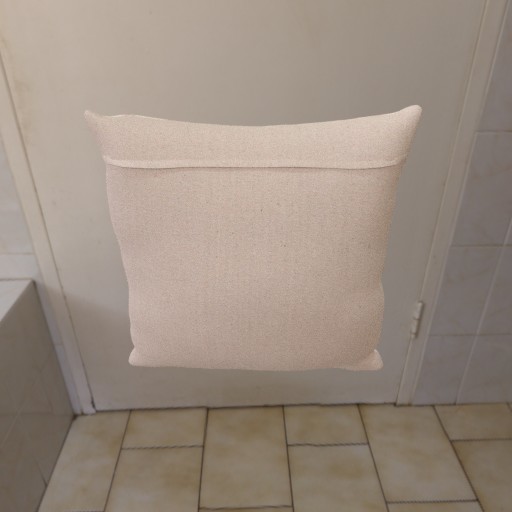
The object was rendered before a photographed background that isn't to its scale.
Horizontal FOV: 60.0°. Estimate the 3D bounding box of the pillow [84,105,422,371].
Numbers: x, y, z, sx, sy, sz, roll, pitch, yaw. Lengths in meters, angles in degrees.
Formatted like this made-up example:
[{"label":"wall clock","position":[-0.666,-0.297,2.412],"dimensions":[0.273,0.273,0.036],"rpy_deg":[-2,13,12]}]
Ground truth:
[{"label":"pillow","position":[0.000,0.000,0.669],"dimensions":[0.440,0.441,0.182],"rpy_deg":[0,30,0]}]
